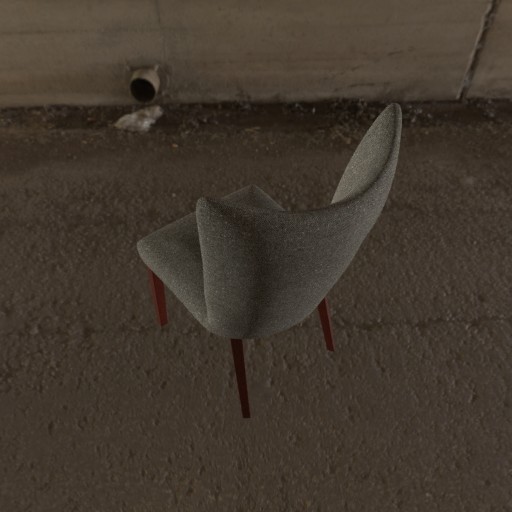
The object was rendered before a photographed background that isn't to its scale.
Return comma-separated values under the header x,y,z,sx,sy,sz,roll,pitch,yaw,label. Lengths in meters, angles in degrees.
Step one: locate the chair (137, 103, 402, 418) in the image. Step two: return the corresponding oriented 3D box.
x,y,z,sx,sy,sz,roll,pitch,yaw,label
0.000,0.000,1.292,0.535,0.924,0.623,-31,54,-26,chair
